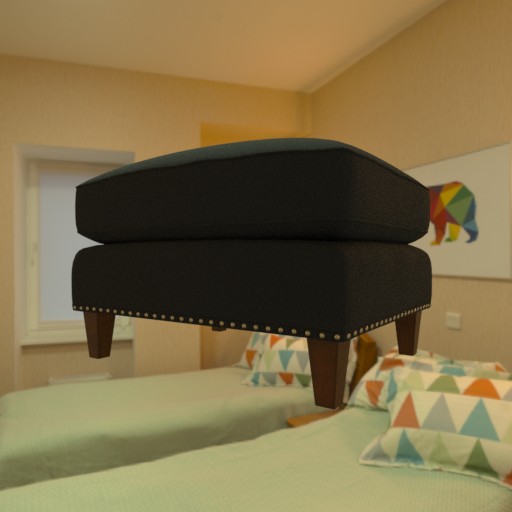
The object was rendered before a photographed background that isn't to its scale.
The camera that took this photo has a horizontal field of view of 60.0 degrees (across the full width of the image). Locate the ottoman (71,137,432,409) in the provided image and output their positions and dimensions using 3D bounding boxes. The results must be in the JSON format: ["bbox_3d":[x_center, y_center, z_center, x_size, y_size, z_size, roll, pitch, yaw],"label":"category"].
[{"bbox_3d":[0.000,0.000,1.141,0.741,0.513,0.584,0,0,35],"label":"ottoman"}]
